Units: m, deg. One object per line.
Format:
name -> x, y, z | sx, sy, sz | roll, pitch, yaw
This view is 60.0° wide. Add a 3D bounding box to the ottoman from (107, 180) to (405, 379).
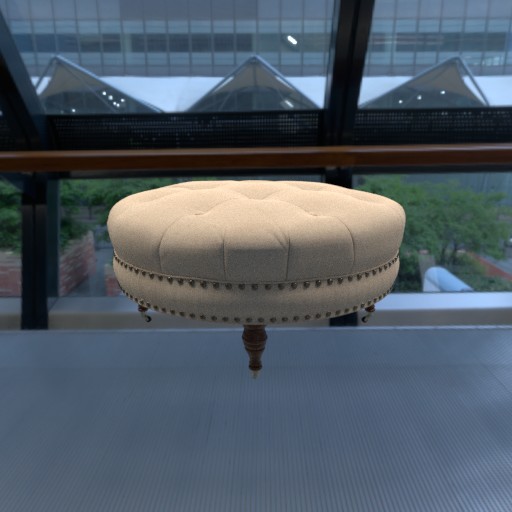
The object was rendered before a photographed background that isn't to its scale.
ottoman -> 0.000, 0.000, 1.492 | 0.940, 0.483, 0.940 | 0, 15, 0
